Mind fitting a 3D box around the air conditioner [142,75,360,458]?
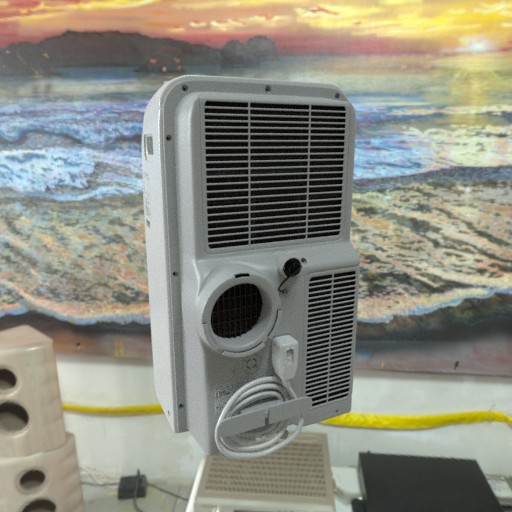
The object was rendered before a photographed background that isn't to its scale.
[{"bbox_3d":[0.000,0.000,1.034,0.449,0.786,0.414,-7,16,-25],"label":"air conditioner"}]
